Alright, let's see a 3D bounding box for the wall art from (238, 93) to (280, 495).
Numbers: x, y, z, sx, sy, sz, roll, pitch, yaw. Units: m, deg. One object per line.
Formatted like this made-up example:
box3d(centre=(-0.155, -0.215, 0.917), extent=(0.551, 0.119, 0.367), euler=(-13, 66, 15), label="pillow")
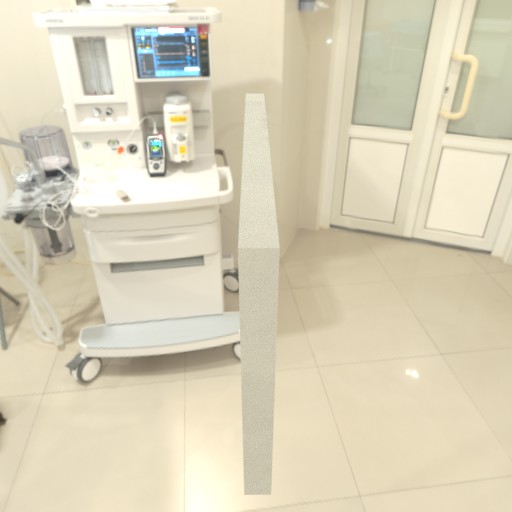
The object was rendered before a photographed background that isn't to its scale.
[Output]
box3d(centre=(0.000, 0.000, 0.769), extent=(0.038, 0.407, 0.609), euler=(0, 33, 0), label="wall art")
